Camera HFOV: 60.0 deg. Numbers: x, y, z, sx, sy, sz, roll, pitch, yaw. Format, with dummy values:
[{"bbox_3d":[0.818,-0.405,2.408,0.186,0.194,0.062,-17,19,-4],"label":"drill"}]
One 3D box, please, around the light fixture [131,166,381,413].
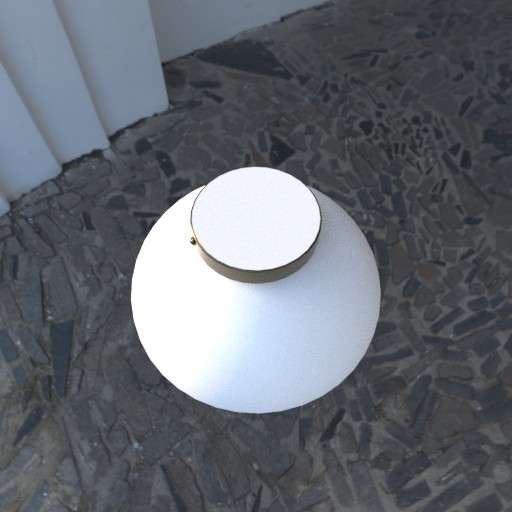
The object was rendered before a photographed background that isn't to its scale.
[{"bbox_3d":[0.000,0.000,0.574,0.355,0.177,0.355,0,58,0],"label":"light fixture"}]
